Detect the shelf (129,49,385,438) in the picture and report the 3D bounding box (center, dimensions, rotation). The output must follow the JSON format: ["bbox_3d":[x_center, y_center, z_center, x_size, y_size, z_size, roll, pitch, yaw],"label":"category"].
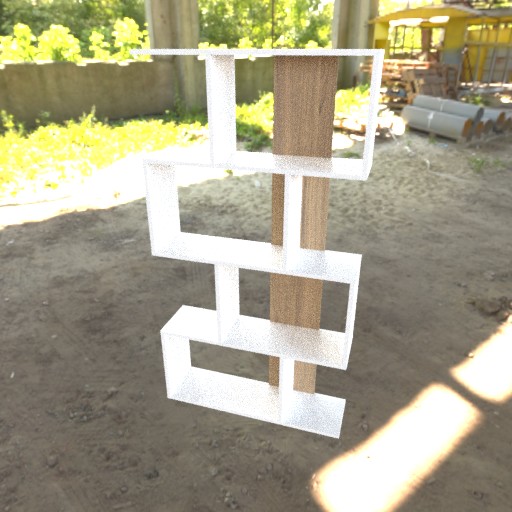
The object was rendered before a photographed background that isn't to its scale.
[{"bbox_3d":[0.000,0.000,1.952,0.890,1.650,0.250,8,26,16],"label":"shelf"}]
